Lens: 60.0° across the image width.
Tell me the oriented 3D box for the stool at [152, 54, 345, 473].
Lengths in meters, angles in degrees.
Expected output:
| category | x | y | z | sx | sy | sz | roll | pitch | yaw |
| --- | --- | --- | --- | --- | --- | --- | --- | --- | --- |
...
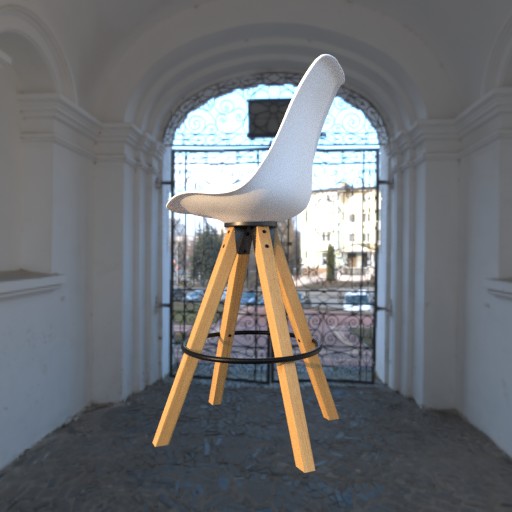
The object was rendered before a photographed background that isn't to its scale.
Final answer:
| category | x | y | z | sx | sy | sz | roll | pitch | yaw |
| --- | --- | --- | --- | --- | --- | --- | --- | --- | --- |
| stool | 0.000 | 0.000 | 1.407 | 0.549 | 1.115 | 0.482 | 0 | 1 | 20 |
